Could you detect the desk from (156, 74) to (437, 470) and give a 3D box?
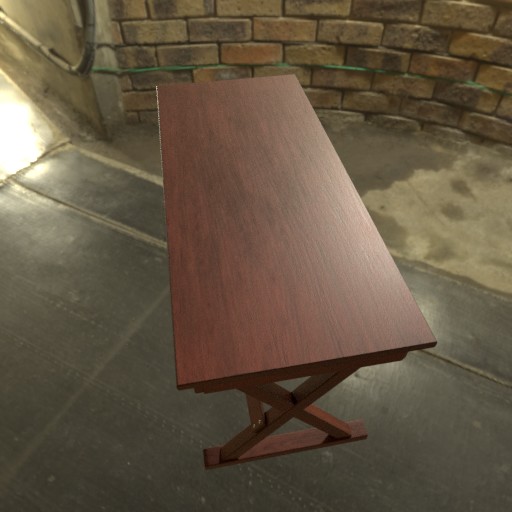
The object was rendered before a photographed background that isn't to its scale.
[{"bbox_3d":[0.000,0.000,1.718,0.600,0.761,1.372,-8,48,-7],"label":"desk"}]
